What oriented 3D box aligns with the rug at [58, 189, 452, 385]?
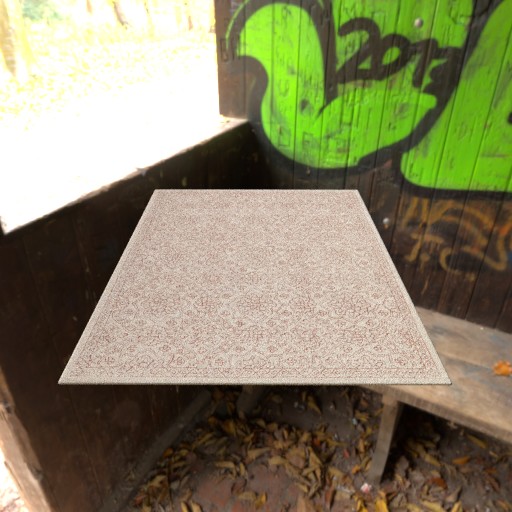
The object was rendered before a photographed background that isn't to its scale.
[{"bbox_3d":[0.000,0.000,4.040,2.441,0.015,3.050,0,31,0],"label":"rug"}]
